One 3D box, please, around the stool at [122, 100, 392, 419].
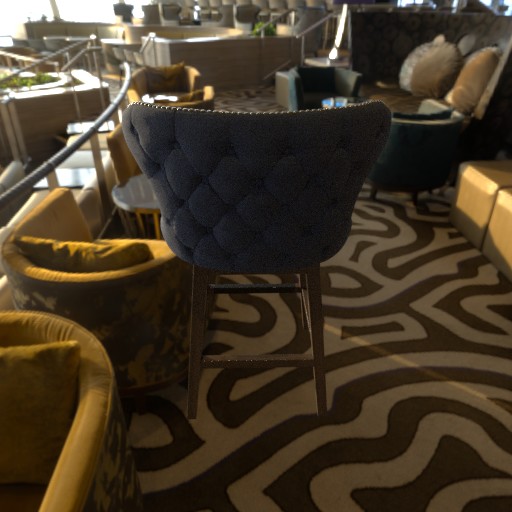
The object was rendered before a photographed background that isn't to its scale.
[{"bbox_3d":[0.000,0.000,1.336,0.615,0.972,0.597,-1,30,-1],"label":"stool"}]
